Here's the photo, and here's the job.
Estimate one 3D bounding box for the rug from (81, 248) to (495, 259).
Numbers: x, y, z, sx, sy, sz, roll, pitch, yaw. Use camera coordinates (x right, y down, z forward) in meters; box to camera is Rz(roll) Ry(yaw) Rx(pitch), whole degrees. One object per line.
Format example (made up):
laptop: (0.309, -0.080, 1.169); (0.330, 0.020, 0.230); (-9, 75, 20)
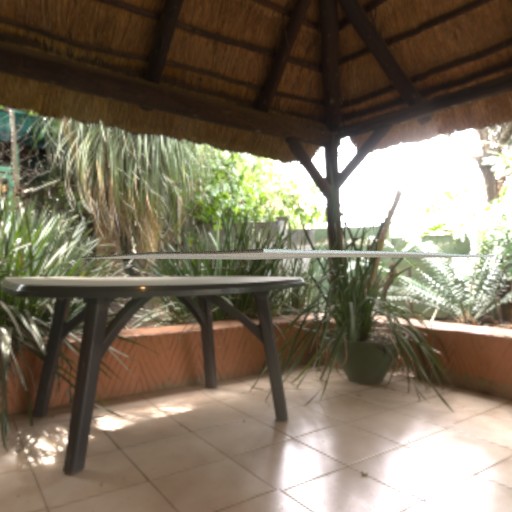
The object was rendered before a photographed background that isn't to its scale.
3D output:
rug: (0.000, 0.000, 2.898); (1.613, 0.030, 2.306); (1, -1, -36)
